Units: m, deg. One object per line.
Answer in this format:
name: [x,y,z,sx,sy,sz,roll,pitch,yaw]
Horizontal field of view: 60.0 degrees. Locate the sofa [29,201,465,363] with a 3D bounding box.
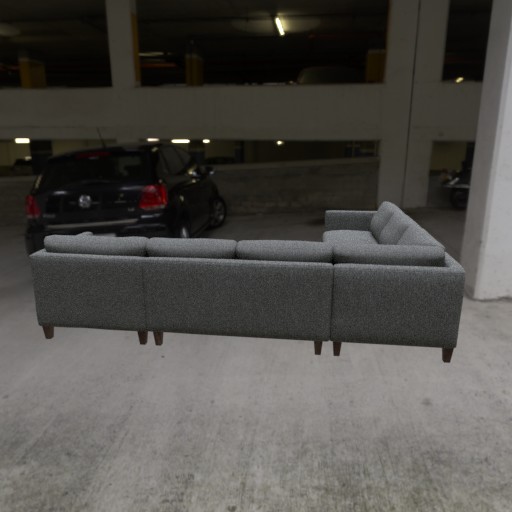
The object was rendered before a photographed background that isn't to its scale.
sofa: [0.000,0.000,4.458,3.238,0.853,2.551,2,15,7]
